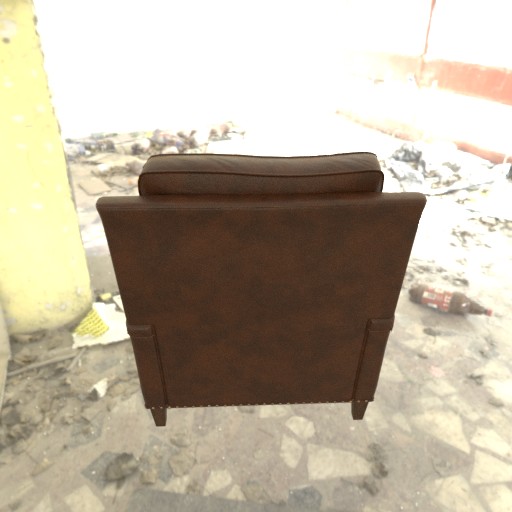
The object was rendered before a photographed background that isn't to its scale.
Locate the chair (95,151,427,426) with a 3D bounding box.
[{"bbox_3d":[0.000,0.000,1.785,0.854,1.054,1.035,-1,30,-2],"label":"chair"}]
